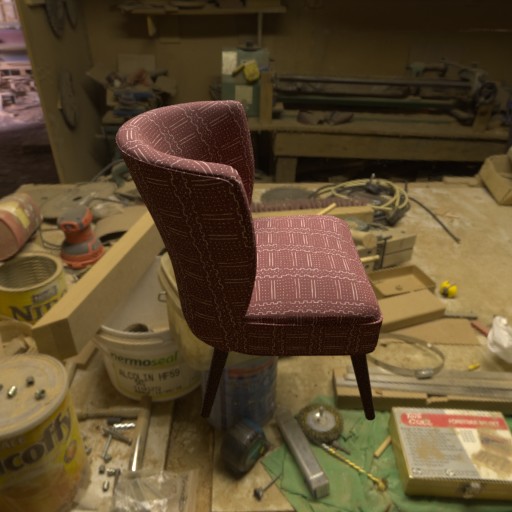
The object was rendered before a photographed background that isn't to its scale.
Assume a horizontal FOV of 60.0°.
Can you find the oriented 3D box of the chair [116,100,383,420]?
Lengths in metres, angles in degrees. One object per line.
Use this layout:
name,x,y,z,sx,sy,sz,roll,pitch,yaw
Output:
chair,0.000,0.000,1.449,0.758,0.866,0.706,0,32,-1
